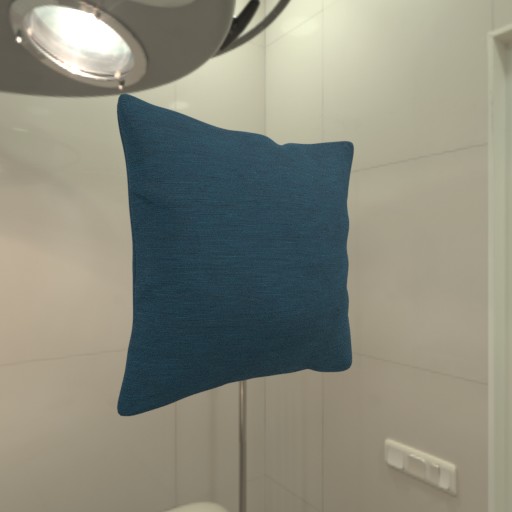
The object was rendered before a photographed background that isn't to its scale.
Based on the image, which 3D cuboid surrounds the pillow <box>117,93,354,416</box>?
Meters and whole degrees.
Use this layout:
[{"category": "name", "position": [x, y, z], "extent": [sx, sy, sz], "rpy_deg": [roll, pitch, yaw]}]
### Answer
[{"category": "pillow", "position": [0.000, 0.000, 0.694], "extent": [0.437, 0.420, 0.177], "rpy_deg": [0, 0, -35]}]
